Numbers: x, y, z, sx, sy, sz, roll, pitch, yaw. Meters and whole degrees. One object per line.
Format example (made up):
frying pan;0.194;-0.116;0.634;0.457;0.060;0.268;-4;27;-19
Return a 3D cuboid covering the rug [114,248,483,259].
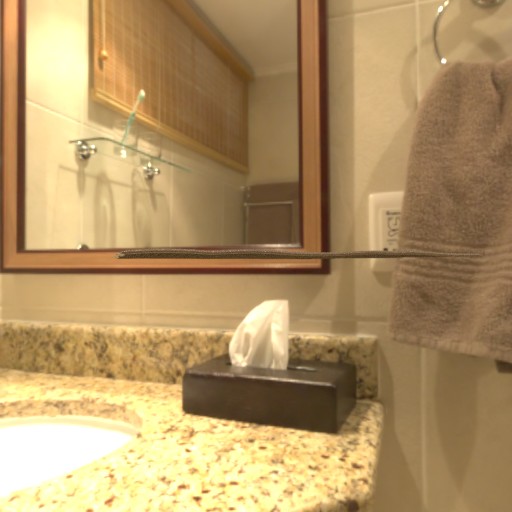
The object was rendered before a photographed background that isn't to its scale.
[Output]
rug;0.000;0.000;0.912;0.551;0.008;0.642;0;-1;-18
